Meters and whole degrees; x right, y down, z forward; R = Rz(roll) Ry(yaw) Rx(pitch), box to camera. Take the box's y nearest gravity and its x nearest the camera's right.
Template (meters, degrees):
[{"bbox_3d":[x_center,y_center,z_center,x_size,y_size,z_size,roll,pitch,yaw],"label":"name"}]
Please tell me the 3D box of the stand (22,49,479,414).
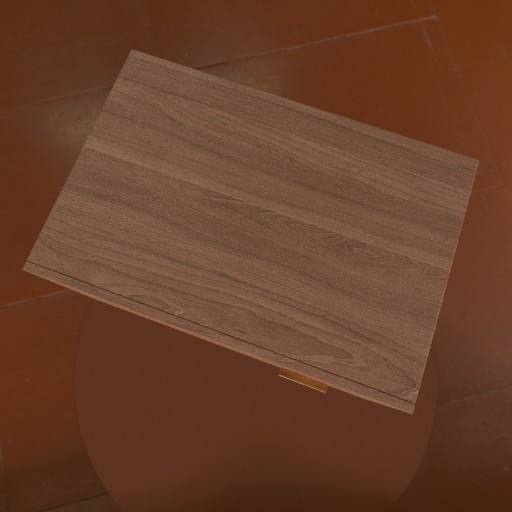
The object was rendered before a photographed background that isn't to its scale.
[{"bbox_3d":[0.000,0.000,0.921,0.600,0.500,0.420,19,77,5],"label":"stand"}]
